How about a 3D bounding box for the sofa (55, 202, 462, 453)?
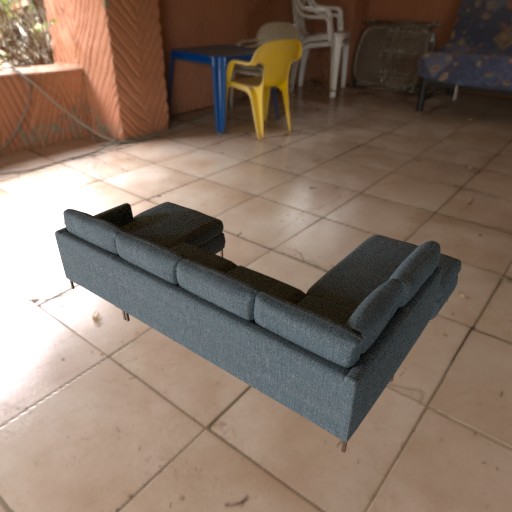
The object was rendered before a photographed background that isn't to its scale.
[{"bbox_3d":[0.000,0.000,3.601,2.737,0.753,1.879,21,37,32],"label":"sofa"}]
